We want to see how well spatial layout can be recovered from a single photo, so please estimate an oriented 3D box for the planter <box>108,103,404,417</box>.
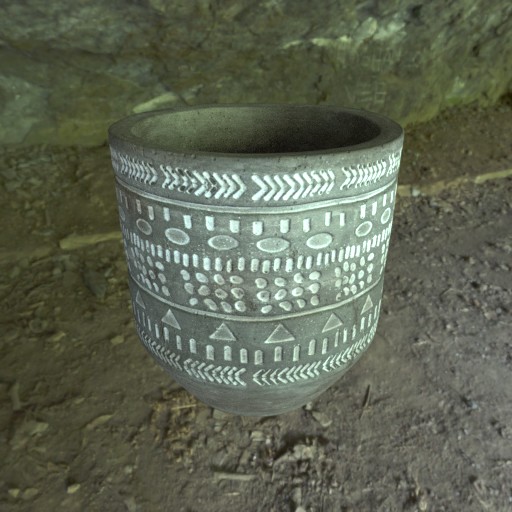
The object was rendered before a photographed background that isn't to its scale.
[{"bbox_3d":[0.000,0.000,0.252,0.142,0.149,0.142,0,27,0],"label":"planter"}]
